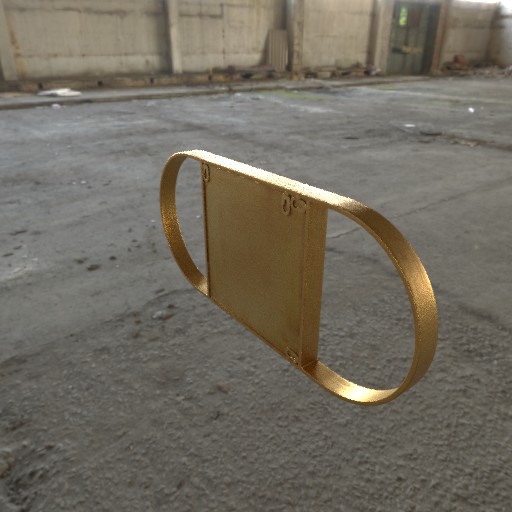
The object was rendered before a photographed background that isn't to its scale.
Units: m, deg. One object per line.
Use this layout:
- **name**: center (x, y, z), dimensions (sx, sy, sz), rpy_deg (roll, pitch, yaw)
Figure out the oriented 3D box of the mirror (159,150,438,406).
- **mirror**: center (0.000, 0.000, 0.663), dimensions (0.032, 0.254, 0.584), rpy_deg (-18, 30, -33)
